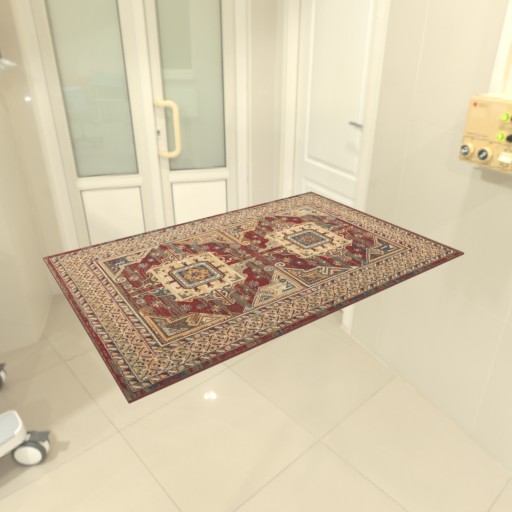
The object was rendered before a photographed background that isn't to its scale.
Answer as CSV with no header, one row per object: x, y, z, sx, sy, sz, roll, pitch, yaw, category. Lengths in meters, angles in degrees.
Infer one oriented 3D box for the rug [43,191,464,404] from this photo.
0.000,0.000,5.773,4.578,0.033,3.033,-18,32,-31,rug
